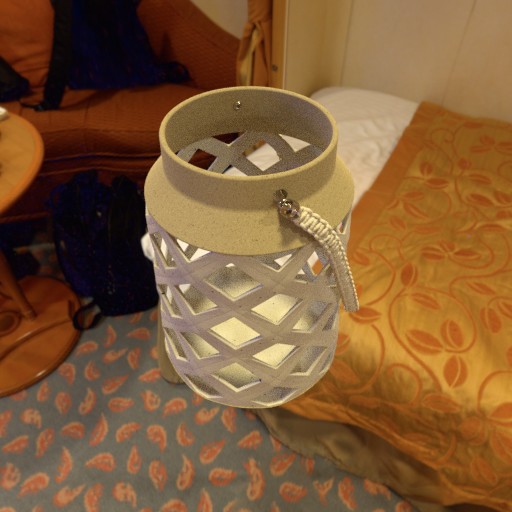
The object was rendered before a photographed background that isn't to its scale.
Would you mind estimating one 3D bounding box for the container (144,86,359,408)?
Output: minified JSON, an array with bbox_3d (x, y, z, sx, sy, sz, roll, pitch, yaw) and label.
[{"bbox_3d":[0.000,0.000,0.406,0.198,0.264,0.188,-10,47,-10],"label":"container"}]
